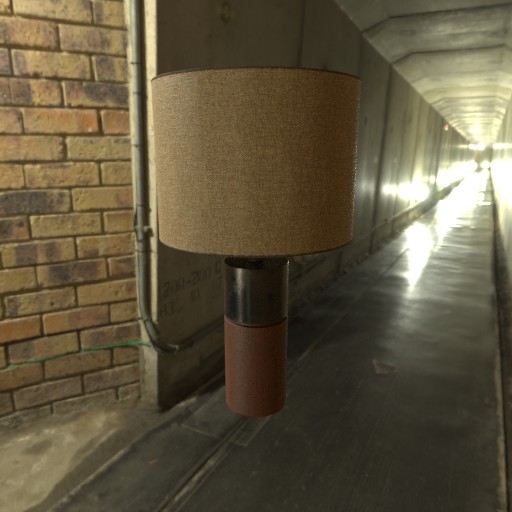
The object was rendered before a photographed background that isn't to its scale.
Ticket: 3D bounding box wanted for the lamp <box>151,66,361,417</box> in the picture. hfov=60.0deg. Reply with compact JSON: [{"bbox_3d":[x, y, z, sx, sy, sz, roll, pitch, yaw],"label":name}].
[{"bbox_3d":[0.000,0.000,0.479,0.202,0.350,0.202,0,14,0],"label":"lamp"}]
